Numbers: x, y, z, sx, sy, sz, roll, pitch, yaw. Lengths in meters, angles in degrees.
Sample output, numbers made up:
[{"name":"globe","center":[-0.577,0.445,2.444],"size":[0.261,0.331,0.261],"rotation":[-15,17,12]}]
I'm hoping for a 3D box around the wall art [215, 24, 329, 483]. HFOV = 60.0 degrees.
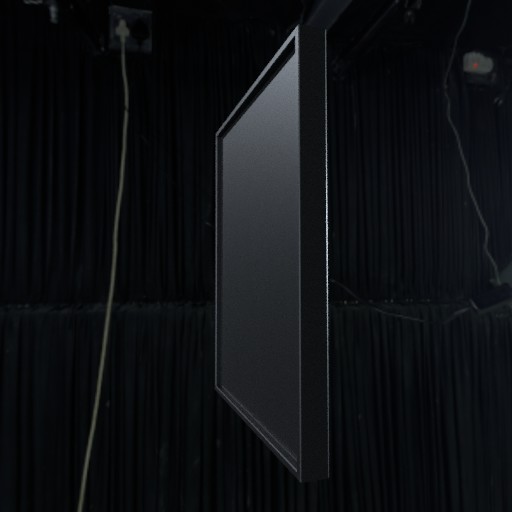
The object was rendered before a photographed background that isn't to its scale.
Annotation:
[{"name":"wall art","center":[0.000,0.000,0.754],"size":[0.039,0.555,0.449],"rotation":[1,-3,-18]}]
